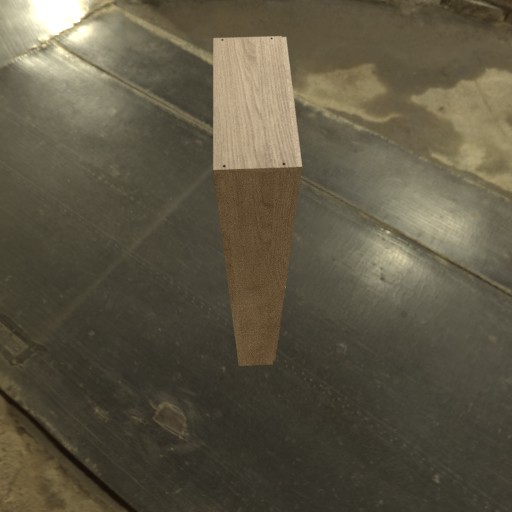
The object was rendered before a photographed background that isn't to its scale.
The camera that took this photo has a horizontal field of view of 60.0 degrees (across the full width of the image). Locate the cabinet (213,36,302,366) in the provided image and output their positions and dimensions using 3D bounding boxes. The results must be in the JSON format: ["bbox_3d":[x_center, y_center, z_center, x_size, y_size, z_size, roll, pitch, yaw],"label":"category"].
[{"bbox_3d":[0.000,0.000,1.981,0.230,1.790,0.500,-2,61,-1],"label":"cabinet"}]
